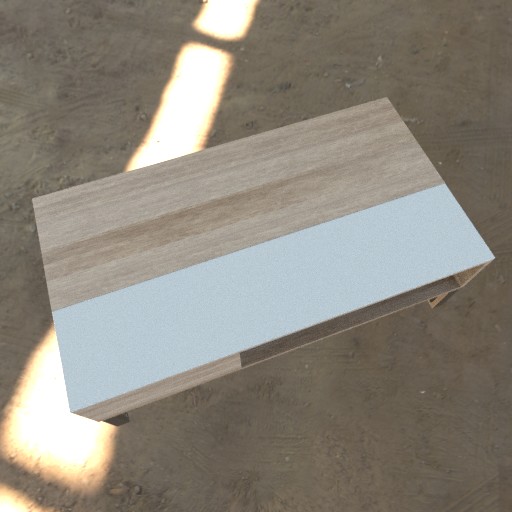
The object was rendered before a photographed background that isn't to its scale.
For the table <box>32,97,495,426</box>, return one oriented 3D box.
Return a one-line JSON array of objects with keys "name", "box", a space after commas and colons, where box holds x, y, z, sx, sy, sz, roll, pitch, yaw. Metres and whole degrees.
[{"name": "table", "box": [0.000, 0.000, 1.344, 1.100, 0.350, 0.600, -18, 65, -9]}]
